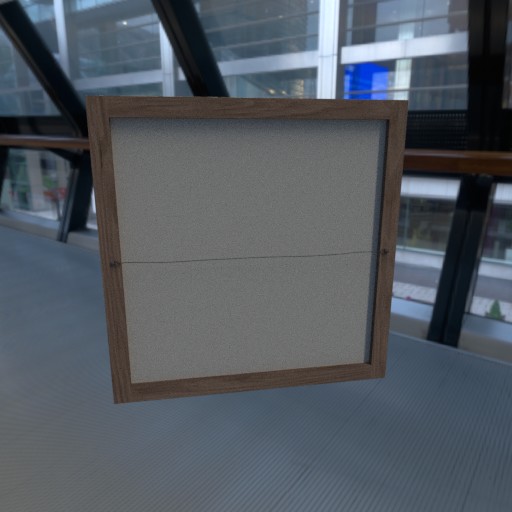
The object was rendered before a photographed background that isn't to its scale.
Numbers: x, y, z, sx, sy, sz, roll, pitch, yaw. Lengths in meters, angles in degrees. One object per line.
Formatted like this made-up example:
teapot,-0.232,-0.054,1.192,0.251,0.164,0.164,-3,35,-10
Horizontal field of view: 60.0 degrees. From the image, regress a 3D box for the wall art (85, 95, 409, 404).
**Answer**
wall art,0.000,0.000,1.131,0.757,0.762,0.028,-3,15,-10
